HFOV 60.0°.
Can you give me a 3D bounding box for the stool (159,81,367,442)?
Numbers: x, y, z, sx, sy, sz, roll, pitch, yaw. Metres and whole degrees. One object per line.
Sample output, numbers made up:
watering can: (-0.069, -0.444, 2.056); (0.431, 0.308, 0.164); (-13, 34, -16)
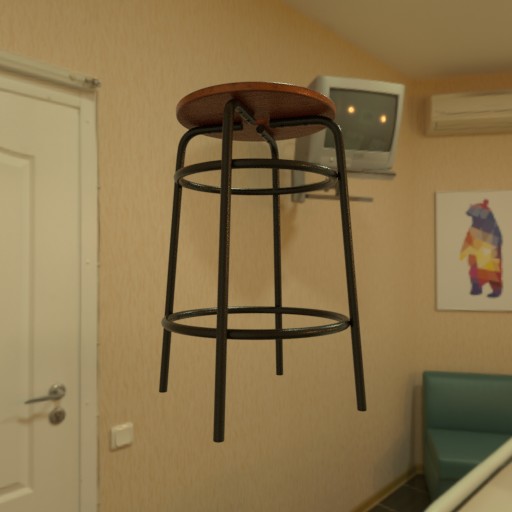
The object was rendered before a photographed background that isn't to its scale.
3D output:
stool: (0.000, 0.000, 0.940); (0.455, 0.610, 0.455); (0, -1, 16)
